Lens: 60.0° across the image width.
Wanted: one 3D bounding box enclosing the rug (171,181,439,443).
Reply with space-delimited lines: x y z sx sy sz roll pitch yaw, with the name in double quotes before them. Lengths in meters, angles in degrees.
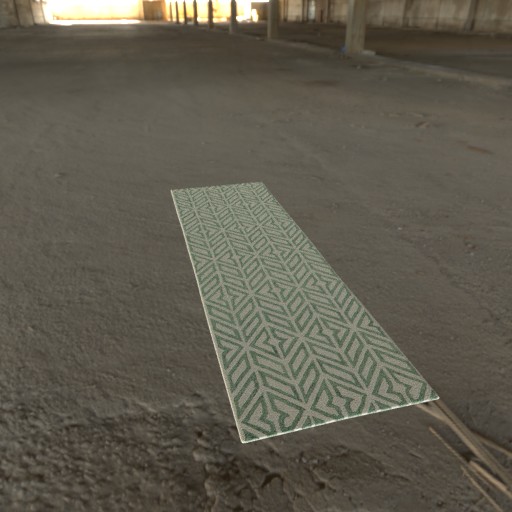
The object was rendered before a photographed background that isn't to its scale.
"rug" 0.000 0.000 2.575 0.750 0.009 2.435 -7 30 -13
